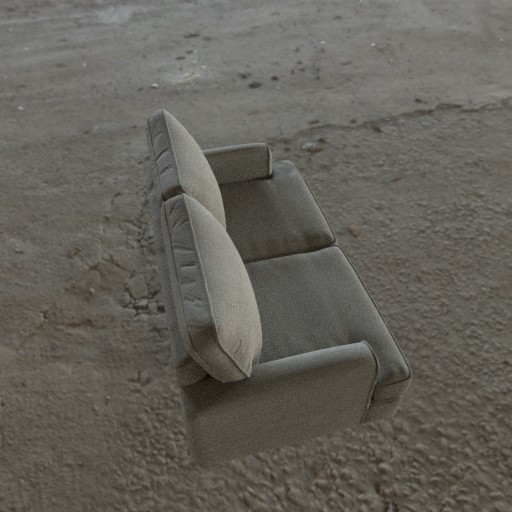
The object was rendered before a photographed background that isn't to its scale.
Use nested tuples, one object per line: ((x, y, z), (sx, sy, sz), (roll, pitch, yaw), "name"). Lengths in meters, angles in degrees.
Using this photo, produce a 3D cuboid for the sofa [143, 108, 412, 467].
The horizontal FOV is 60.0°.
((0.000, 0.000, 2.239), (0.965, 0.965, 1.651), (-11, 47, -10), "sofa")
